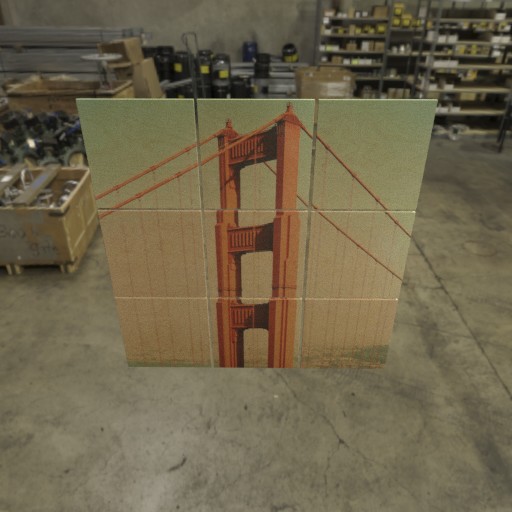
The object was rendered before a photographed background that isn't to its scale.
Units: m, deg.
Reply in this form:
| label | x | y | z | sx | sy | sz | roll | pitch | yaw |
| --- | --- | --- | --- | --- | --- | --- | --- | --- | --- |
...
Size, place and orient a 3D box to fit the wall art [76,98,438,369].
| label | x | y | z | sx | sy | sz | roll | pitch | yaw |
| --- | --- | --- | --- | --- | --- | --- | --- | --- | --- |
| wall art | 0.000 | 0.000 | 1.797 | 1.214 | 1.219 | 0.013 | 0 | 30 | 1 |
